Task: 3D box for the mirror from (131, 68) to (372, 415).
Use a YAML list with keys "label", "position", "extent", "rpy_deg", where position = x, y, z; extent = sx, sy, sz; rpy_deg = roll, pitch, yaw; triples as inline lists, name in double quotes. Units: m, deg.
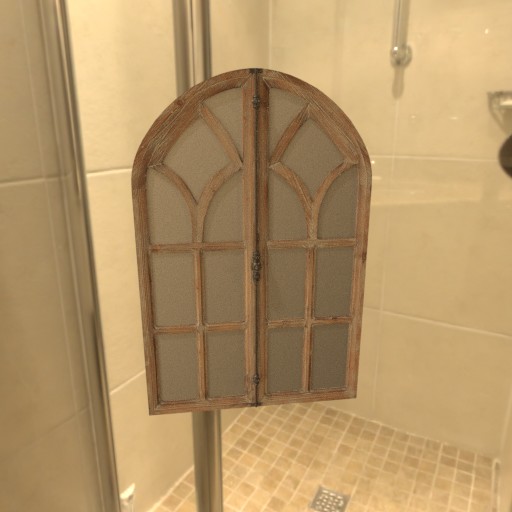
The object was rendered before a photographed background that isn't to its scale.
- label: "mirror"
  position: [0.000, 0.000, 1.164]
  extent: [0.609, 0.915, 0.032]
  rpy_deg: [-2, 16, -8]
